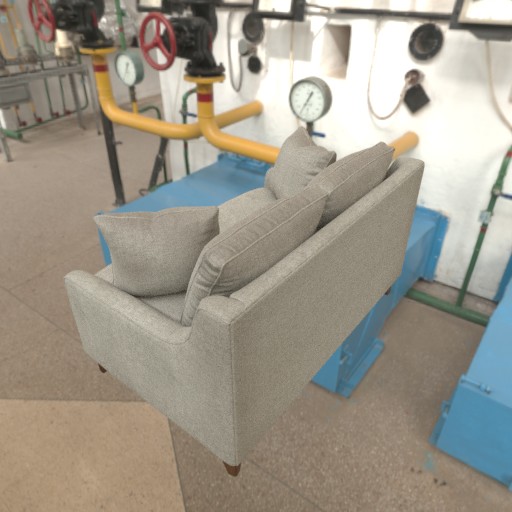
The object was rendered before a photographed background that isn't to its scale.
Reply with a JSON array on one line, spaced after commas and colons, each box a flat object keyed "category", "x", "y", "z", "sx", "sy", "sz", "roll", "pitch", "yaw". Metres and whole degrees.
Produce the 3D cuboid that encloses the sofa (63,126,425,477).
[{"category": "sofa", "x": 0.000, "y": 0.000, "z": 2.007, "sx": 0.915, "sy": 0.863, "sz": 1.422, "roll": 23, "pitch": 40, "yaw": 31}]
